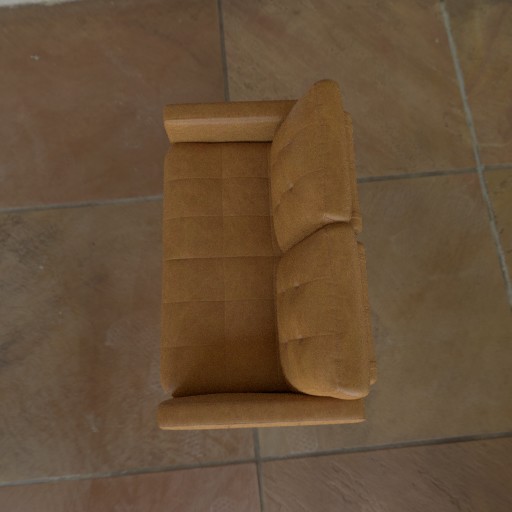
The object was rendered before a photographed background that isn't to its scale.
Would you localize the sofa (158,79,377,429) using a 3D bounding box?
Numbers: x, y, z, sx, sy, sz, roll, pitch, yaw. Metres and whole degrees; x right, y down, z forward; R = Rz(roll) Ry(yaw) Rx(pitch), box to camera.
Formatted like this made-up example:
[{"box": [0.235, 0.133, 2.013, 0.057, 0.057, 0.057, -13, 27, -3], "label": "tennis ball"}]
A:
[{"box": [0.000, 0.000, 1.988, 0.868, 0.898, 1.430, -2, 75, -1], "label": "sofa"}]
